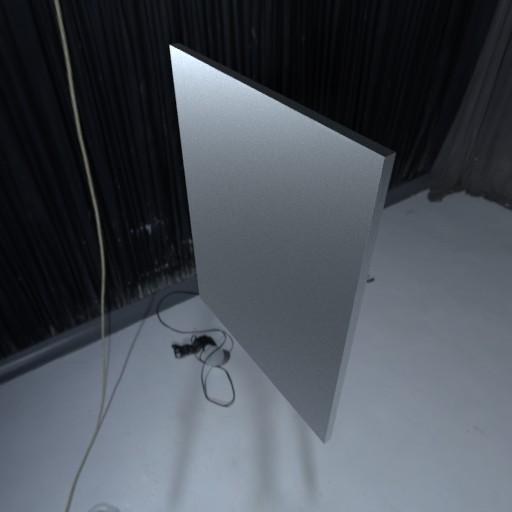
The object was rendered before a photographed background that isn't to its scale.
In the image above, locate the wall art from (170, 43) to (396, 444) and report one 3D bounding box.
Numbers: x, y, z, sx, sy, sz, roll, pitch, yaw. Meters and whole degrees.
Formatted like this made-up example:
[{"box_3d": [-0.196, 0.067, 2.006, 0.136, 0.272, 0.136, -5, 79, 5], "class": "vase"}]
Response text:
[{"box_3d": [0.000, 0.000, 1.373, 0.030, 1.046, 0.816, -25, 47, -26], "class": "wall art"}]
